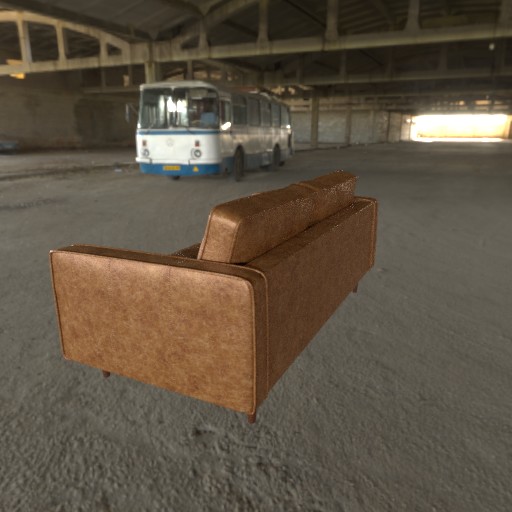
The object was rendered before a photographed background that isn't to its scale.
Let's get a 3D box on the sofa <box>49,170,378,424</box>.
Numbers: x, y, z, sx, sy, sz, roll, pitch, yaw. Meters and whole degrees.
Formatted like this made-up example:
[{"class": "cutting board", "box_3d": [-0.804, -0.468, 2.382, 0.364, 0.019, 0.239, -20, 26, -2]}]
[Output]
[{"class": "sofa", "box_3d": [0.000, 0.000, 2.416, 0.924, 0.825, 1.920, 8, 18, 25]}]
